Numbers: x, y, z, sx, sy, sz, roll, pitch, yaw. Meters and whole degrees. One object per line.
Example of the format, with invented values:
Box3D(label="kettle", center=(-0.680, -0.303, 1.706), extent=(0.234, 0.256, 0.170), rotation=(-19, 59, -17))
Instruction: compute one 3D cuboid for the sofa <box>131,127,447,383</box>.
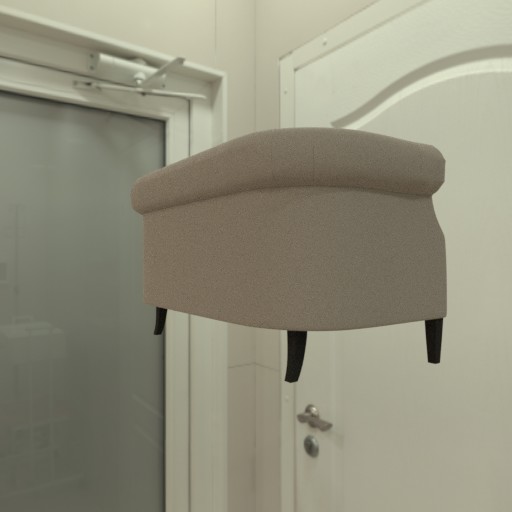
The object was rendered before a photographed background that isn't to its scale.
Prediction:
Box3D(label="sofa", center=(0.000, 0.000, 2.045), extent=(0.835, 0.827, 1.558), rotation=(0, 0, -36))
